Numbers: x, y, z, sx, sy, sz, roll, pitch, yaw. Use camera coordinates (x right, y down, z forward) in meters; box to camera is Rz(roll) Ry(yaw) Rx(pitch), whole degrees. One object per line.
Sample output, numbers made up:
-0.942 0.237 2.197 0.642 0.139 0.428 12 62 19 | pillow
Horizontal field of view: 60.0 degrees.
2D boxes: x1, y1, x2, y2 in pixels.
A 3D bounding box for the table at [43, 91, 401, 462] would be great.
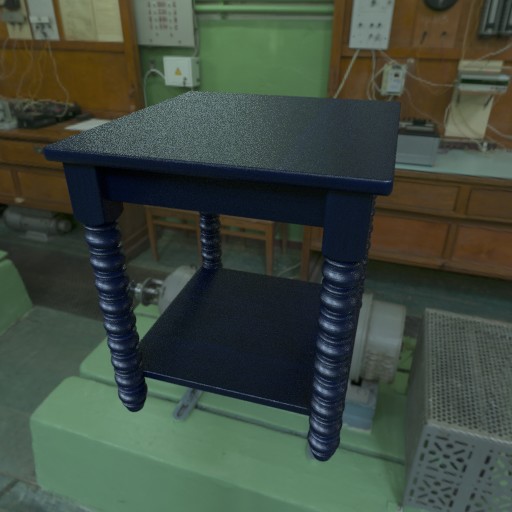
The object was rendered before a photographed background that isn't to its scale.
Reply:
0.000 0.000 0.944 0.500 0.567 0.533 8 30 15 | table
